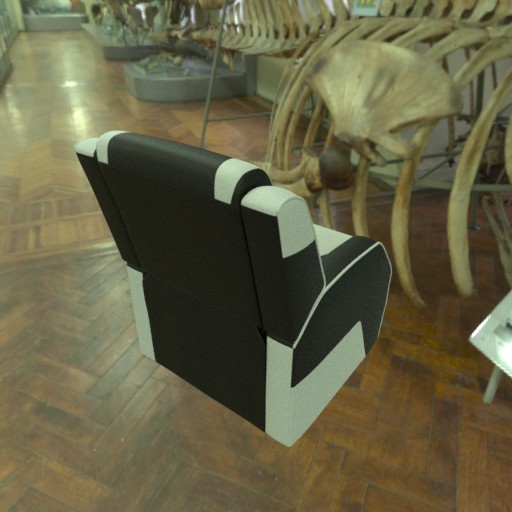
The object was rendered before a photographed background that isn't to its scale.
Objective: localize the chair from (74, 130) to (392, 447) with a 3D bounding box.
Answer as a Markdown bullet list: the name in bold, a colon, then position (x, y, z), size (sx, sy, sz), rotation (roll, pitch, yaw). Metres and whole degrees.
- **chair**: position (0.000, 0.000, 1.316), size (0.620, 0.805, 0.672), rotation (21, 37, 32)
